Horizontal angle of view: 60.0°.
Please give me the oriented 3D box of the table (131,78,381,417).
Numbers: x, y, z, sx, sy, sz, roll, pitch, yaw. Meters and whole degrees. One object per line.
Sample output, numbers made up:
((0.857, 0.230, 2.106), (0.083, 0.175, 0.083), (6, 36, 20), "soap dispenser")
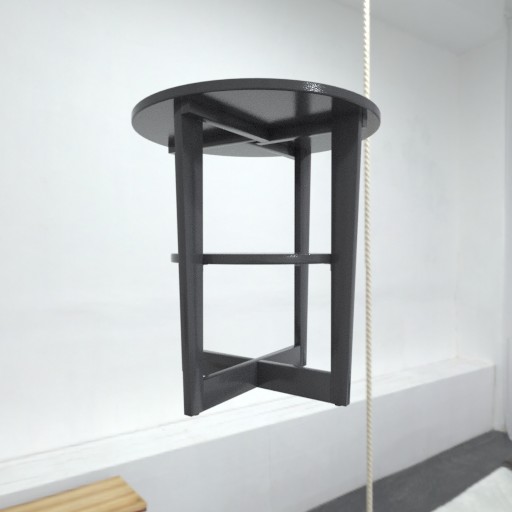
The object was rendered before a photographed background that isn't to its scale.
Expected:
((0.000, 0.000, 0.927), (0.500, 0.550, 0.500), (0, 1, 0), "table")
